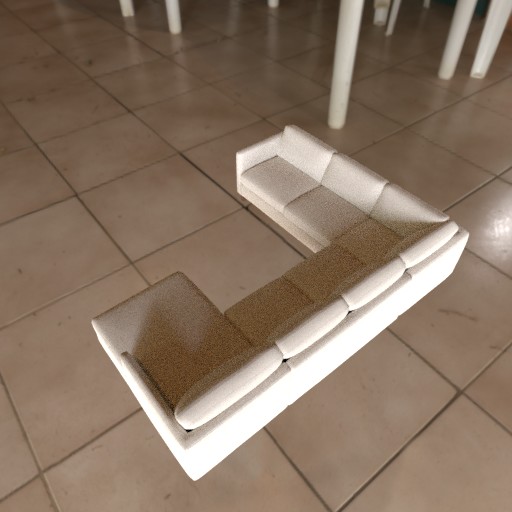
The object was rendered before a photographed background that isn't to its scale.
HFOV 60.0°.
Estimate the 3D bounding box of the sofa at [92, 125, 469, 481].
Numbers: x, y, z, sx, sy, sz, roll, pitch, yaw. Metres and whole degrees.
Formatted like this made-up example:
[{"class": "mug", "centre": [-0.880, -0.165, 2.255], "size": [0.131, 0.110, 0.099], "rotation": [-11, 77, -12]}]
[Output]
[{"class": "sofa", "centre": [0.000, 0.000, 4.354], "size": [3.238, 0.853, 2.551], "rotation": [-30, 53, -26]}]
